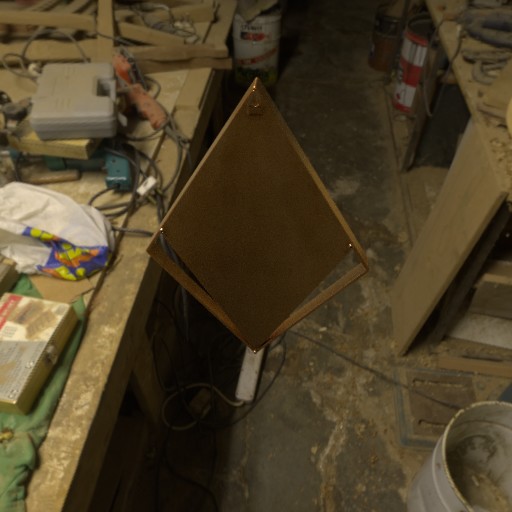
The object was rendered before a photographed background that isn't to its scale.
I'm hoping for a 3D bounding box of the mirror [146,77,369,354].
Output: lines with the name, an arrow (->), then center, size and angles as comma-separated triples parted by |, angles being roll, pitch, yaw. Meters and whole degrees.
mirror -> 0.000, 0.000, 0.834 | 0.419, 0.679, 0.032 | 5, 48, 4
